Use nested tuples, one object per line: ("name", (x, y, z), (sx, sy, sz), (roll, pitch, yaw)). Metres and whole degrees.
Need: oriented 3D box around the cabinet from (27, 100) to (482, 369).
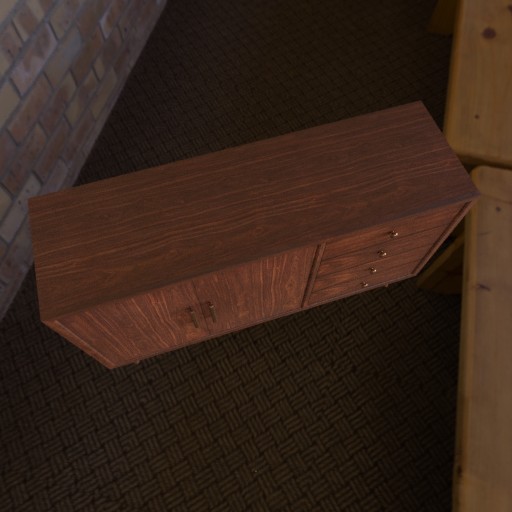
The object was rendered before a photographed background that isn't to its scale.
("cabinet", (0.000, 0.000, 2.025), (1.575, 0.940, 0.505), (-16, 65, -8))
